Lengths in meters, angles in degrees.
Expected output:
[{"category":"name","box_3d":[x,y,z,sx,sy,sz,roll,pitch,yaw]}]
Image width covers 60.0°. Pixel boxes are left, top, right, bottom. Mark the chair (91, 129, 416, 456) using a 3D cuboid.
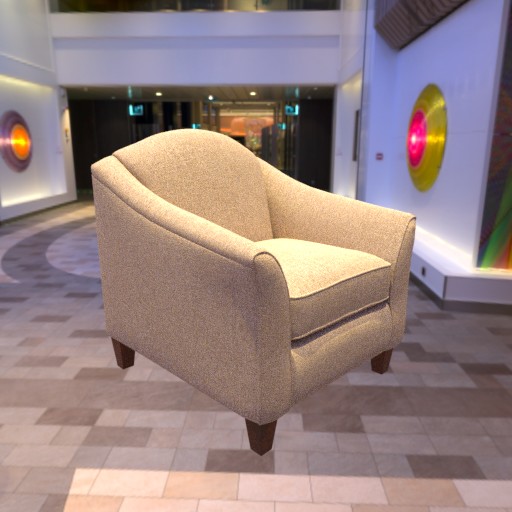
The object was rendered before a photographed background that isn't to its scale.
[{"category":"chair","box_3d":[0.000,0.000,1.492,0.763,0.839,0.787,-13,19,-43]}]
